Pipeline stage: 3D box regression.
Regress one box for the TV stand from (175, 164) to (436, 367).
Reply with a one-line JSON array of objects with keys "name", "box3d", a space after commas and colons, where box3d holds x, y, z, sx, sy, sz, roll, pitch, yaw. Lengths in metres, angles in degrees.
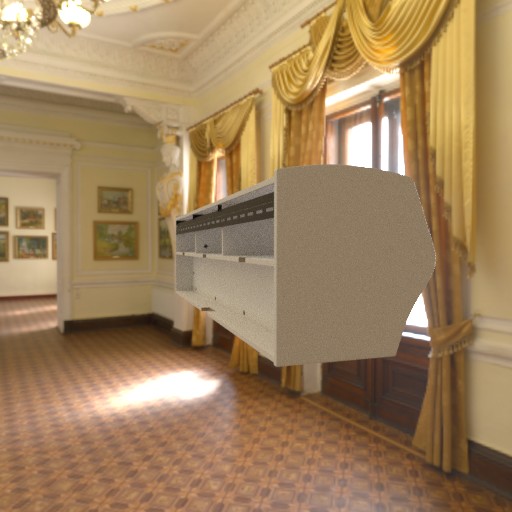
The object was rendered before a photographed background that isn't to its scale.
[{"name": "TV stand", "box3d": [0.000, 0.000, 1.668, 0.397, 0.424, 1.473, 0, 1, -18]}]
